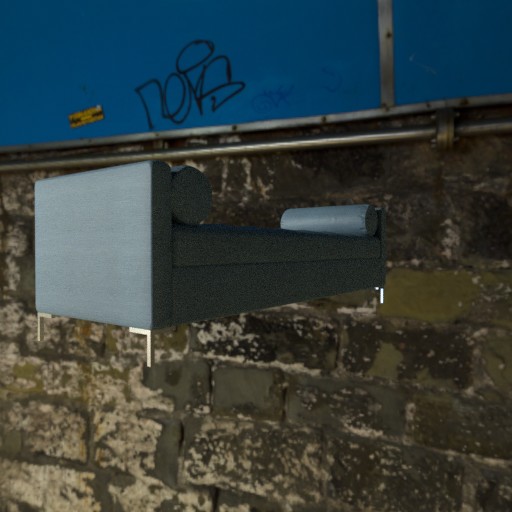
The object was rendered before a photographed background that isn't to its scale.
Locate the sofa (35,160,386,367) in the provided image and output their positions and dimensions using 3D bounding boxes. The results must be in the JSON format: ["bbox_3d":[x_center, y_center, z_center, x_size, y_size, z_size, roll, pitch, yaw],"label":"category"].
[{"bbox_3d":[0.000,0.000,2.311,0.686,0.635,1.981,1,1,36],"label":"sofa"}]
